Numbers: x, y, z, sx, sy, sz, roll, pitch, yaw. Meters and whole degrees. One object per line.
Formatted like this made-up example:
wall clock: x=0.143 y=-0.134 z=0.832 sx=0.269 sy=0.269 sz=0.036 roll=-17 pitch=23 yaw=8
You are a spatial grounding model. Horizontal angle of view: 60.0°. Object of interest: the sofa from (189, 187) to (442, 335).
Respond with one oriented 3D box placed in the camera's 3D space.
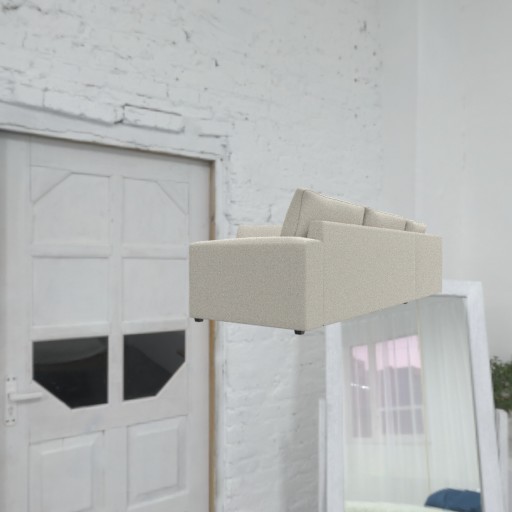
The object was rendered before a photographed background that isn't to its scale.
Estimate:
sofa: x=0.000 y=0.000 z=4.784 sx=3.066 sy=0.918 sz=3.206 roll=0 pitch=1 yaw=36
